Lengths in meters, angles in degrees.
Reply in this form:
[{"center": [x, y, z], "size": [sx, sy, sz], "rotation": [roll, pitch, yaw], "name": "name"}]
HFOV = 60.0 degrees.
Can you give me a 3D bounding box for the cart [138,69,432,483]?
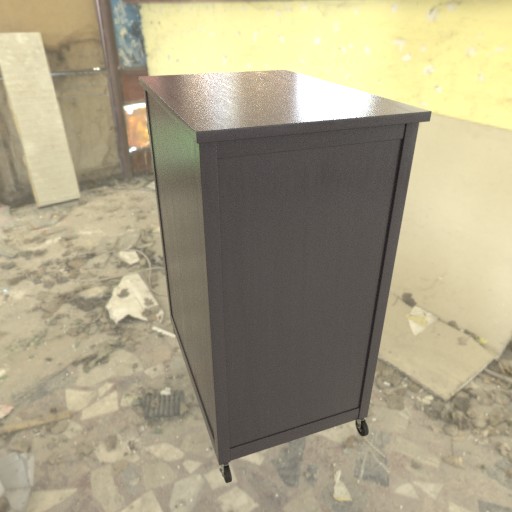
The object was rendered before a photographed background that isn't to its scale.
[{"center": [0.000, 0.000, 1.233], "size": [0.449, 0.878, 0.690], "rotation": [-10, 31, -18], "name": "cart"}]
